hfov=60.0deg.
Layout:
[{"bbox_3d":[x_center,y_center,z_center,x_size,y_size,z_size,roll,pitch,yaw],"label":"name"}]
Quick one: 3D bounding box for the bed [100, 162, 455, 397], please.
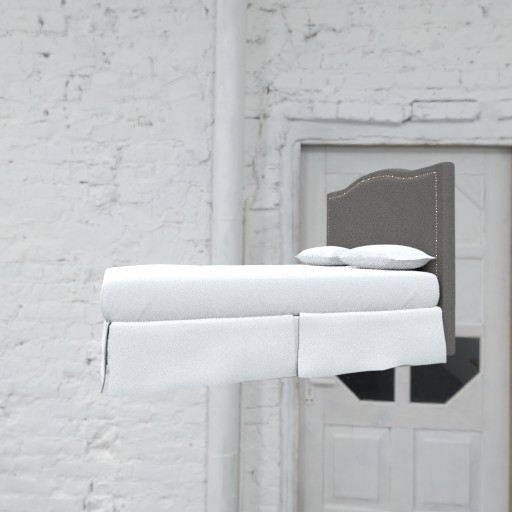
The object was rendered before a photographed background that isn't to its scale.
[{"bbox_3d":[0.000,0.000,3.444,2.282,1.436,1.821,0,1,-18],"label":"bed"}]
